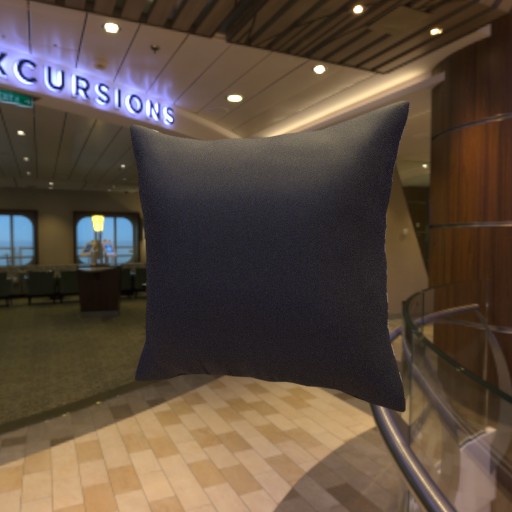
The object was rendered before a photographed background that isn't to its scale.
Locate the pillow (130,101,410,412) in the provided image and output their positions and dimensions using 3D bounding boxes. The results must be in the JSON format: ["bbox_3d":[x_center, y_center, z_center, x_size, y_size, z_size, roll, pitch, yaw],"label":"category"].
[{"bbox_3d":[0.000,0.000,0.777,0.504,0.494,0.188,1,2,18],"label":"pillow"}]
